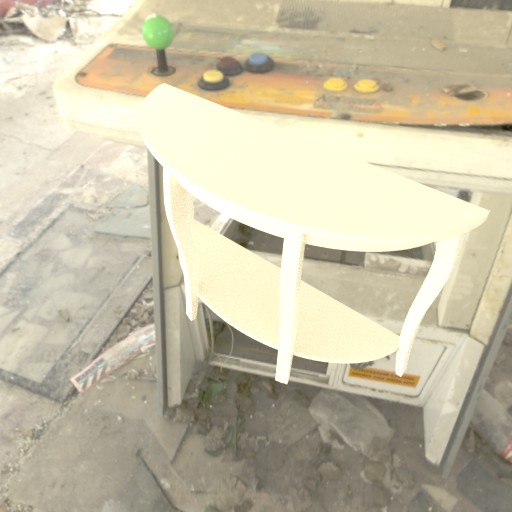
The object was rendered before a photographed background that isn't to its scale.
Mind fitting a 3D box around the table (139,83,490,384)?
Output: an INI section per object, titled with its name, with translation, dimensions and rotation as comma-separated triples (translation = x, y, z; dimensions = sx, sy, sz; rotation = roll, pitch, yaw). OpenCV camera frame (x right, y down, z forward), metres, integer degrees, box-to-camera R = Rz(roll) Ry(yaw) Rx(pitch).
[table]
translation = 0.000, 0.000, 1.568
dimensions = 1.219, 0.780, 0.394
rotation = 30, 52, 27
